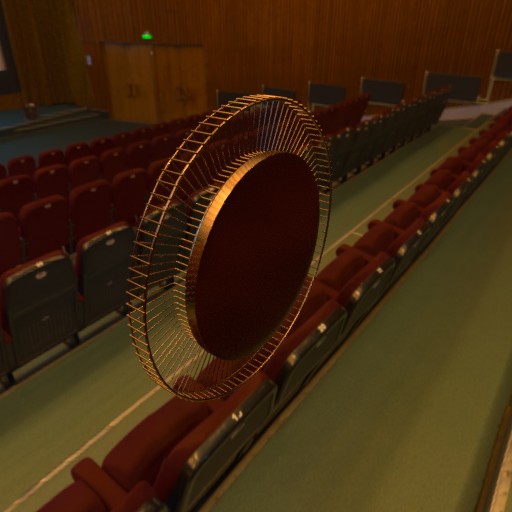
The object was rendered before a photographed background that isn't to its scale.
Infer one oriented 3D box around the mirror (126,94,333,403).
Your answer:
[{"bbox_3d":[0.000,0.000,1.029,0.067,0.703,0.703,20,35,30],"label":"mirror"}]
